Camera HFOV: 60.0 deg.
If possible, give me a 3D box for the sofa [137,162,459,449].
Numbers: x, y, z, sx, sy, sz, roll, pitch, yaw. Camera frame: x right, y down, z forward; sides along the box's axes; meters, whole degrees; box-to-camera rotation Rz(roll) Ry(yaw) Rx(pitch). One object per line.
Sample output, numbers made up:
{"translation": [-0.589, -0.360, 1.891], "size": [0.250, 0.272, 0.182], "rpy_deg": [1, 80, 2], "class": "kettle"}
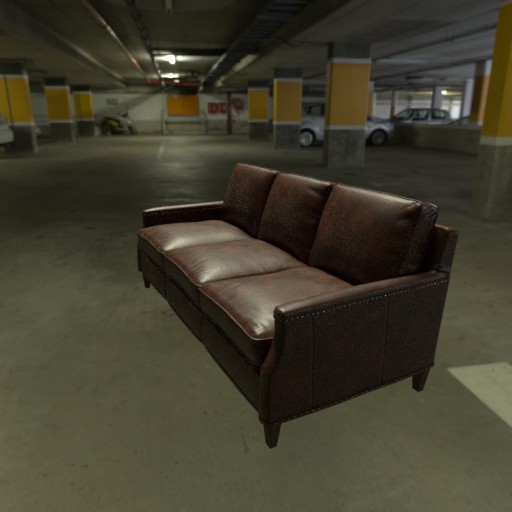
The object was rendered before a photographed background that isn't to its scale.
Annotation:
{"translation": [0.000, 0.000, 2.885], "size": [1.084, 1.003, 2.240], "rpy_deg": [-9, 20, -26], "class": "sofa"}
